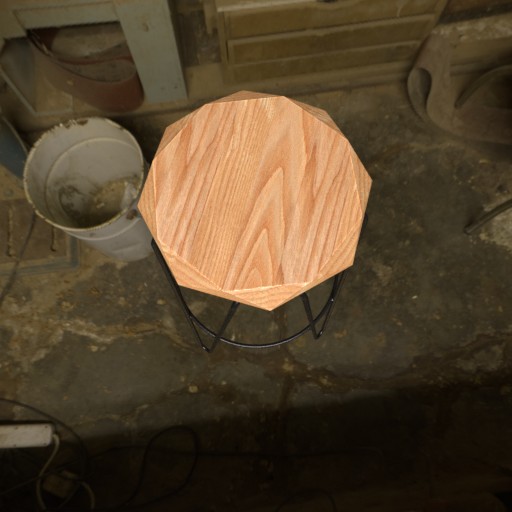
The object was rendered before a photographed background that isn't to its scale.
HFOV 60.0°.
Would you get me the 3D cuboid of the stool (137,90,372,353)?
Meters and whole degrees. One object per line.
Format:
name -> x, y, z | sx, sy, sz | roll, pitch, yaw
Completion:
stool -> 0.000, 0.000, 0.809 | 0.326, 0.610, 0.326 | -6, 76, -2
